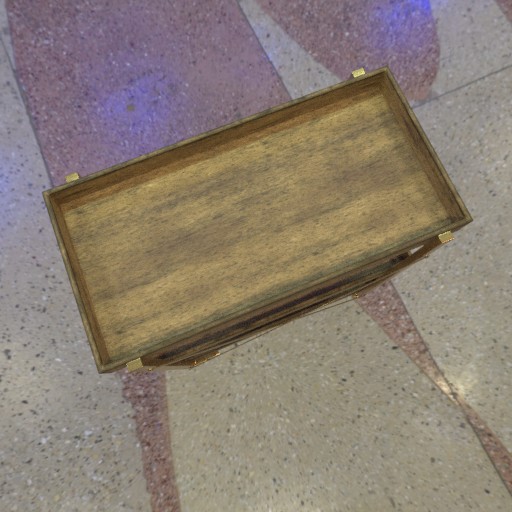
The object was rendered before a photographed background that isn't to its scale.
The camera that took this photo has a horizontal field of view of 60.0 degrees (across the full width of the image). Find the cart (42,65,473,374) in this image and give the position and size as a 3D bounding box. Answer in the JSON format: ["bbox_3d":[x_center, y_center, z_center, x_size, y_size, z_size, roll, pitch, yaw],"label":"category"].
[{"bbox_3d":[0.000,0.000,1.242,0.750,0.799,0.416,-22,77,-5],"label":"cart"}]
